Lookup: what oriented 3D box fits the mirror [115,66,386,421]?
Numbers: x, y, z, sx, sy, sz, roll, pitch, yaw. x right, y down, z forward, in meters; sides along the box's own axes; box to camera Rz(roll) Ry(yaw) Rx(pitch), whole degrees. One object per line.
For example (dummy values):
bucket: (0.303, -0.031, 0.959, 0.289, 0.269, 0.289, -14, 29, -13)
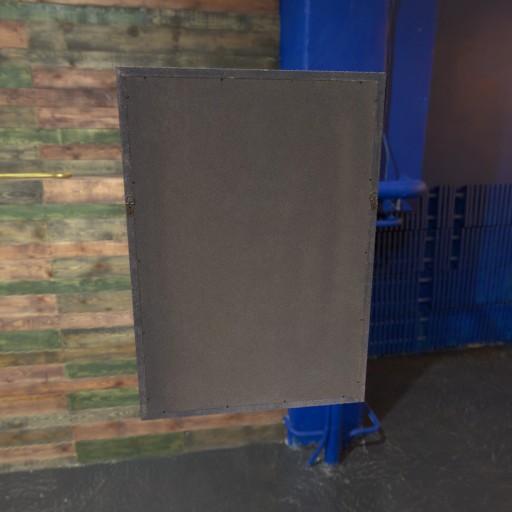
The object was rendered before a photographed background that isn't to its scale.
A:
mirror: (0.000, 0.000, 1.273, 0.705, 0.996, 0.025, -2, 14, -8)
